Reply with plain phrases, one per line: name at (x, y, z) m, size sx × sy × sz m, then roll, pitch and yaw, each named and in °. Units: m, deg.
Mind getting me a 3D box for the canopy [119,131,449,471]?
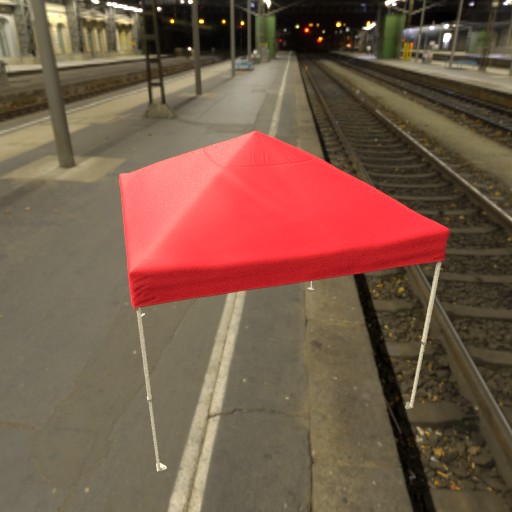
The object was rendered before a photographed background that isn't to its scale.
canopy at (0.000, 0.000, 5.441) m, size 2.996 × 2.997 × 2.998 m, roll -8°, pitch 27°, yaw -15°
